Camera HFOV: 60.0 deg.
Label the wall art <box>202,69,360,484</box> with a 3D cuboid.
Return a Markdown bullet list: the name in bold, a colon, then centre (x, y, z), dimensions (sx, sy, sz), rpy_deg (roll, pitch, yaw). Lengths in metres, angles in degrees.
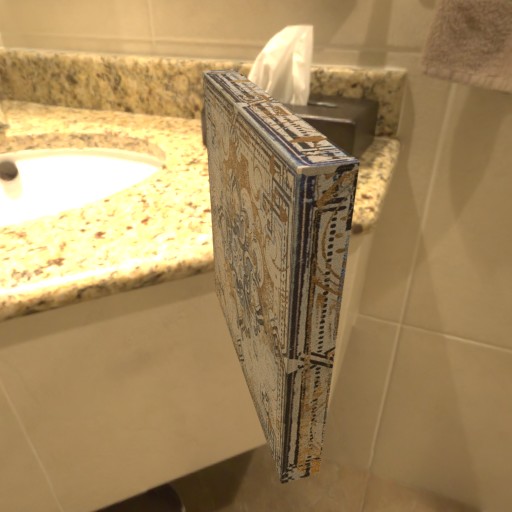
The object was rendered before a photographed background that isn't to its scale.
- **wall art**: centre (0.000, 0.000, 0.452), dimensions (0.038, 0.306, 0.302), rpy_deg (-9, 33, -13)
